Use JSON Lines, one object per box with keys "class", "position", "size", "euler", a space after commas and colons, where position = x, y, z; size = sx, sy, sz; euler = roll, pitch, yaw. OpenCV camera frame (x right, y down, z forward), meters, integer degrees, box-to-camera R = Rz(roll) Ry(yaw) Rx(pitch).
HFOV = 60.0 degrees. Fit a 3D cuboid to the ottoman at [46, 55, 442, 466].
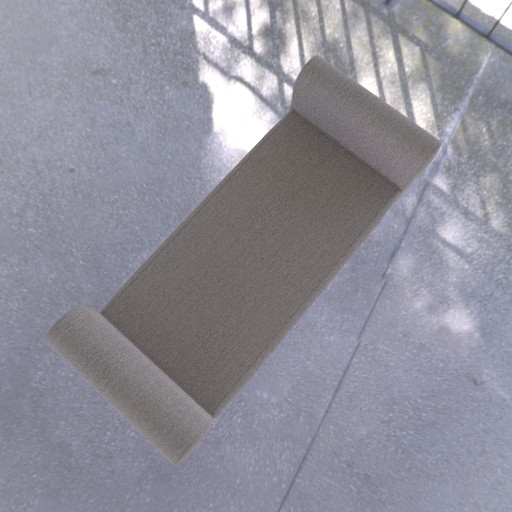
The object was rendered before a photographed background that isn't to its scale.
{"class": "ottoman", "position": [0.000, 0.000, 1.554], "size": [0.521, 0.547, 1.256], "euler": [39, 78, 10]}
